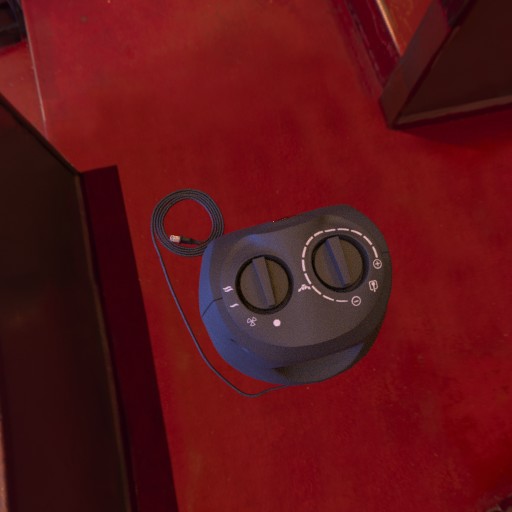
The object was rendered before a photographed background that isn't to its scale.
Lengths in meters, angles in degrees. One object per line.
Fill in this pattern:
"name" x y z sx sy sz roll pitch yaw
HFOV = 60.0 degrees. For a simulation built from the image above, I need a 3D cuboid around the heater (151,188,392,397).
"heater" 0.000 0.000 0.470 0.239 0.240 0.291 -15 77 -4
